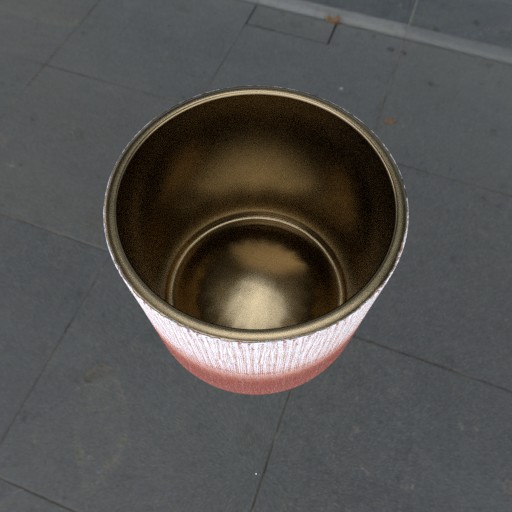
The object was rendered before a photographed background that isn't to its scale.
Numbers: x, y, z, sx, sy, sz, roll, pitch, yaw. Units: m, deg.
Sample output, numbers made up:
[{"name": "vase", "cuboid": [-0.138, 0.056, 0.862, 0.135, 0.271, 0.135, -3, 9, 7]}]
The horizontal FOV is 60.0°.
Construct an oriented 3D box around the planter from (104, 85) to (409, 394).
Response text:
[{"name": "planter", "cuboid": [0.000, 0.000, 0.406, 0.221, 0.201, 0.221, 0, 64, 0]}]
